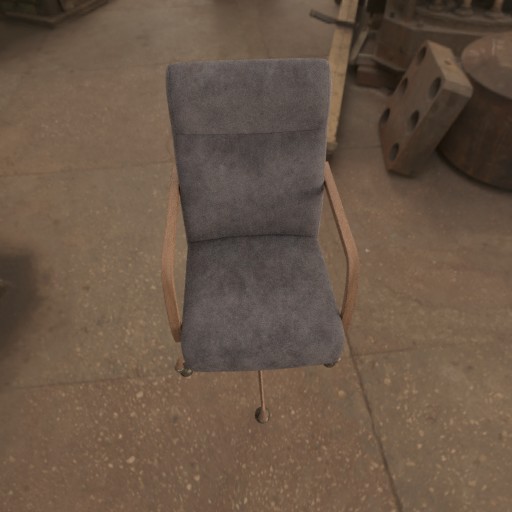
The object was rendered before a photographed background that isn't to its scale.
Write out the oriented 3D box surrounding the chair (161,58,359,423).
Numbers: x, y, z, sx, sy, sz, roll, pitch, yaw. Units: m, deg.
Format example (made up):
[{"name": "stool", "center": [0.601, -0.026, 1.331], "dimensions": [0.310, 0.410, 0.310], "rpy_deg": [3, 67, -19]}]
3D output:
[{"name": "chair", "center": [0.000, 0.000, 1.468], "dimensions": [0.640, 1.029, 0.741], "rpy_deg": [-3, 46, -3]}]
